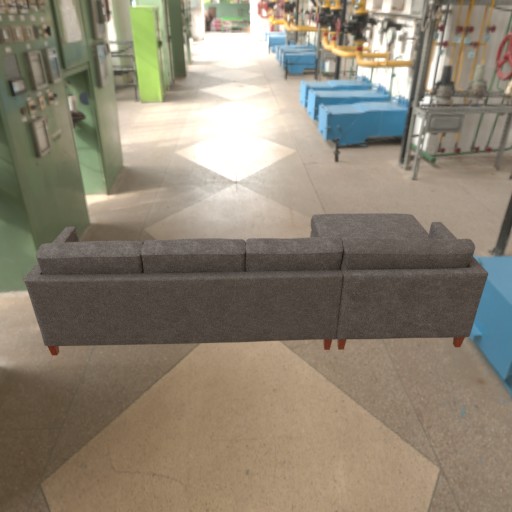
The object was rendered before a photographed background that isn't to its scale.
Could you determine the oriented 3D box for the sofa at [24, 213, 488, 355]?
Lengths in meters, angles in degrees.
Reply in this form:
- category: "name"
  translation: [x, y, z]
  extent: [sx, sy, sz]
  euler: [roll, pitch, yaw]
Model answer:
- category: "sofa"
  translation: [0.000, 0.000, 4.082]
  extent: [3.471, 0.954, 1.606]
  euler: [-1, 29, -1]
